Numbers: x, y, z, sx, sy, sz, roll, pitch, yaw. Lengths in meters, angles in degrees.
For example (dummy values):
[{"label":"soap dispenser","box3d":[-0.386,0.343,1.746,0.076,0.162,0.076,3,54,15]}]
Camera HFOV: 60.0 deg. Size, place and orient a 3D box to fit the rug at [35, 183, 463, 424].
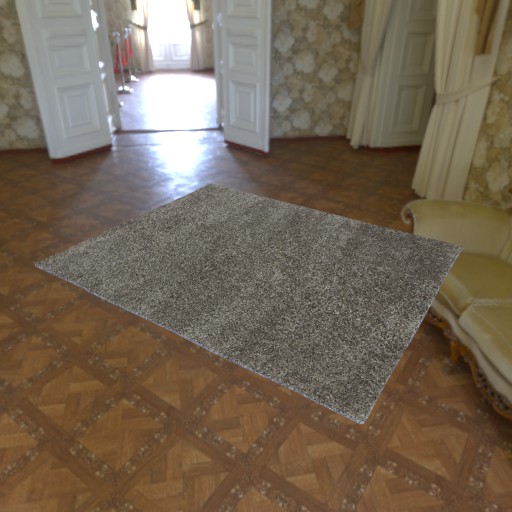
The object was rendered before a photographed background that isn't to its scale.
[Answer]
[{"label":"rug","box3d":[0.000,0.000,3.957,3.000,0.025,2.401,18,34,29]}]
